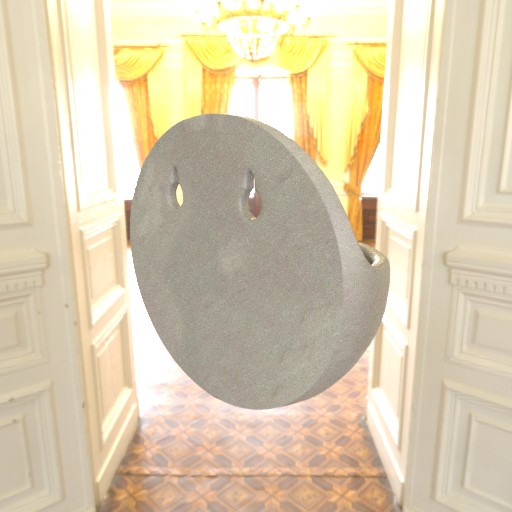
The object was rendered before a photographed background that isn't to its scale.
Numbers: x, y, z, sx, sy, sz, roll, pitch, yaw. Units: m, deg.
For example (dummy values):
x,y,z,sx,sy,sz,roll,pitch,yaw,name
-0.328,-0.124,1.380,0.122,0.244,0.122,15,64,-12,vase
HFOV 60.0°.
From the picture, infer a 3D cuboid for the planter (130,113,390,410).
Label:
x,y,z,sx,sy,sz,roll,pitch,yaw,name
0.000,0.000,0.273,0.073,0.164,0.190,-13,18,-43,planter
